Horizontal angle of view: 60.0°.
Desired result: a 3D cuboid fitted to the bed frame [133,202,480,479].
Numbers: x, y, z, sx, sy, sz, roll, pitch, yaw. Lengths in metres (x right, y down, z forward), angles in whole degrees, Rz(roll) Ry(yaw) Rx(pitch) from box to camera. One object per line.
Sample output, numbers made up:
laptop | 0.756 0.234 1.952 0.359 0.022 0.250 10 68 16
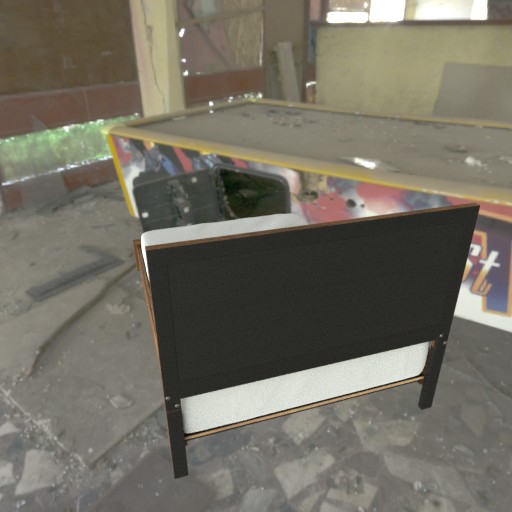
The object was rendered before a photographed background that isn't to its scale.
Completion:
bed frame | 0.000 0.000 3.333 1.696 1.417 2.276 -8 28 -16
